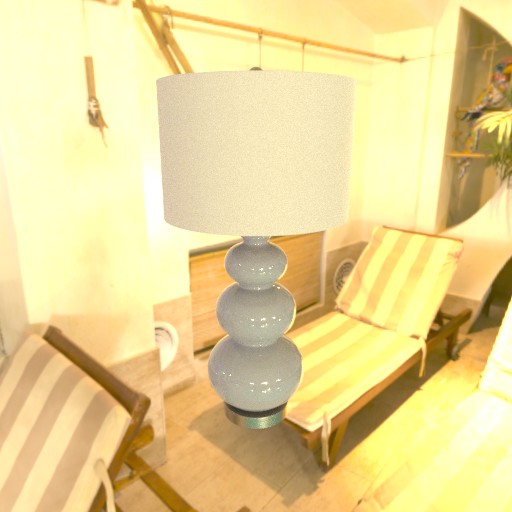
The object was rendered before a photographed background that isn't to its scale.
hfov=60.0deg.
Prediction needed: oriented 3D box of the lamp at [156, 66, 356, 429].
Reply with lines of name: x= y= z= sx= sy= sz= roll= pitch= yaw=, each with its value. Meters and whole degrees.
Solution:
lamp: x=0.000 y=0.000 z=0.923 sx=0.367 sy=0.730 sz=0.367 roll=15 pitch=22 yaw=42
